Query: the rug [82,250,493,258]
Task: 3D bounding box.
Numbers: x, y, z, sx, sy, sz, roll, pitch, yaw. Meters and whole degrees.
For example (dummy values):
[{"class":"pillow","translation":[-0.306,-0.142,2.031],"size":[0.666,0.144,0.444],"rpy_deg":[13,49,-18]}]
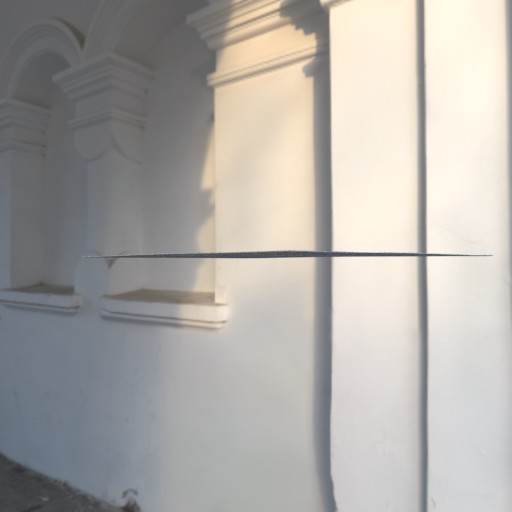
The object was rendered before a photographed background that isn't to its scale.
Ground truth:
[{"class":"rug","translation":[0.000,0.000,2.152],"size":[1.135,0.010,1.740],"rpy_deg":[1,-1,-38]}]
